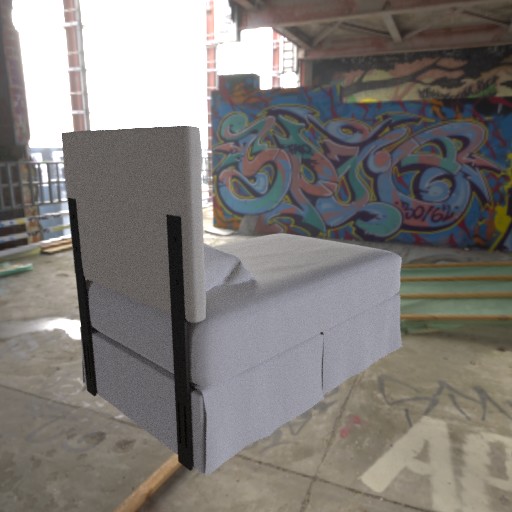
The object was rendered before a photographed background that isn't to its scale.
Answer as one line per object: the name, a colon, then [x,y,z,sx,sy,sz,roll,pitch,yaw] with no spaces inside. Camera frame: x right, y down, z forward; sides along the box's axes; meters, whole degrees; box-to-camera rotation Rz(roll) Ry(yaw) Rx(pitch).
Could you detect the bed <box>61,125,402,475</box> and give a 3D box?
bed: [0.000,0.000,2.945,1.261,1.571,1.997,13,19,42]
